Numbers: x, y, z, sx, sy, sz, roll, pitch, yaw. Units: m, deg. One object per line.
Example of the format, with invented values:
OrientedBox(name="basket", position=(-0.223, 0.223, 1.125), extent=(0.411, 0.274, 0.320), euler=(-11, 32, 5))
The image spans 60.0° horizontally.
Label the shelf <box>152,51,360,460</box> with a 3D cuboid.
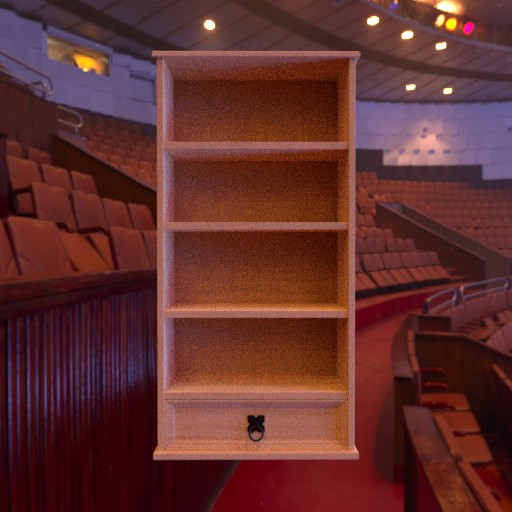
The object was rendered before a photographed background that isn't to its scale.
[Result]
OrientedBox(name="shelf", position=(0.000, 0.000, 1.200), extent=(0.520, 1.030, 0.175), euler=(0, 1, 0))
